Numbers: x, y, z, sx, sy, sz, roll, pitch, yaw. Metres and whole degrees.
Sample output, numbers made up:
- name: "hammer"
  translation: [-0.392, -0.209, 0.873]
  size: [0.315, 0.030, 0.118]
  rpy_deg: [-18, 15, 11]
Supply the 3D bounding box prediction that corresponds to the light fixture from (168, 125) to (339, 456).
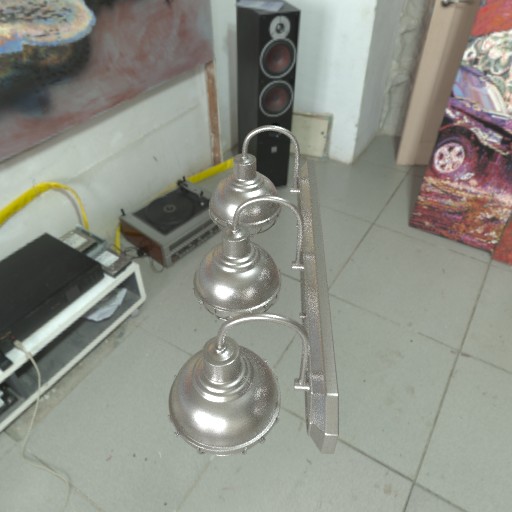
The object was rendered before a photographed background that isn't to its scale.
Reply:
- name: "light fixture"
  translation: [0.000, 0.000, 0.770]
  size: [0.229, 0.254, 0.634]
  rpy_deg: [2, 43, 2]
